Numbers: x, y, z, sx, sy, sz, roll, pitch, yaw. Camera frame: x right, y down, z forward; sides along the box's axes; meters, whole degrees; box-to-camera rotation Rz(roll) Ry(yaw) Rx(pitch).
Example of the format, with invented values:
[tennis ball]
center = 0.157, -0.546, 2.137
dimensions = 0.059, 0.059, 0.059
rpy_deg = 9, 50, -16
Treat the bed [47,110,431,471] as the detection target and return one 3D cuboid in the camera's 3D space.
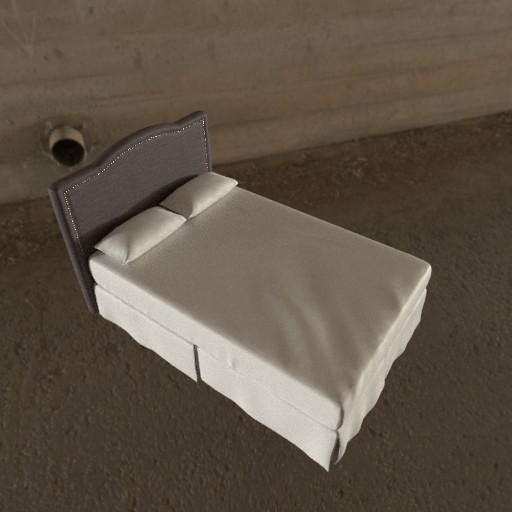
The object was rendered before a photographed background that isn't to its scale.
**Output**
[bed]
center = 0.000, 0.000, 3.555
dimensions = 2.507, 1.441, 1.741
rpy_deg = 25, 47, 26
